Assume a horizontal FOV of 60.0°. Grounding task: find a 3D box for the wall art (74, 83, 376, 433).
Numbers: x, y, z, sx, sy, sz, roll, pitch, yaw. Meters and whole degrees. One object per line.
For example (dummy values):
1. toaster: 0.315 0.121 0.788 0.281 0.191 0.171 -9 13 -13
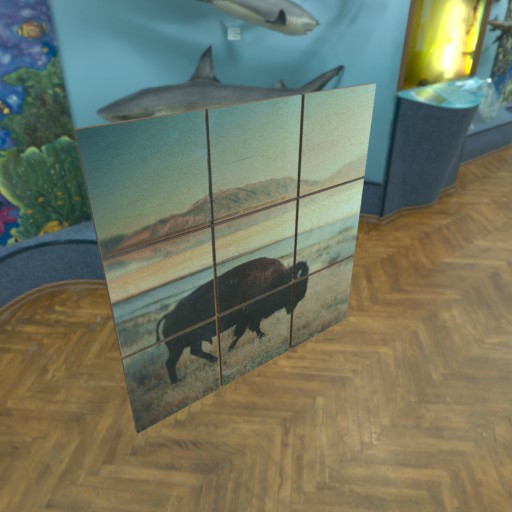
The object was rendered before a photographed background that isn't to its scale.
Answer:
1. wall art: 0.000 0.000 1.344 0.906 0.904 0.018 -21 36 -32
